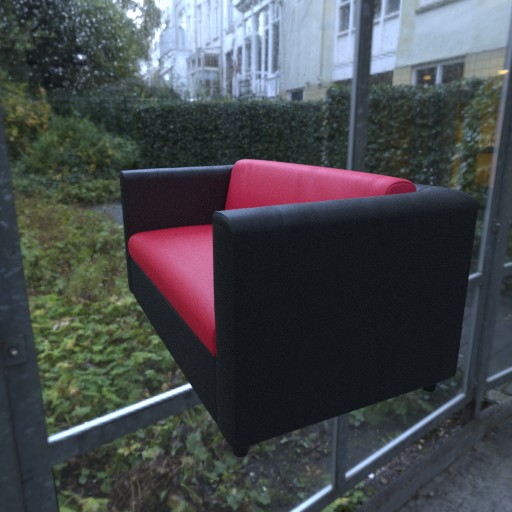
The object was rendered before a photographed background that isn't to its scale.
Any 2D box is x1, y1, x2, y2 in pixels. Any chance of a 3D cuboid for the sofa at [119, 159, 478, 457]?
[{"bbox_3d":[0.000,0.000,1.853,0.845,0.735,1.410,-8,17,-25],"label":"sofa"}]
